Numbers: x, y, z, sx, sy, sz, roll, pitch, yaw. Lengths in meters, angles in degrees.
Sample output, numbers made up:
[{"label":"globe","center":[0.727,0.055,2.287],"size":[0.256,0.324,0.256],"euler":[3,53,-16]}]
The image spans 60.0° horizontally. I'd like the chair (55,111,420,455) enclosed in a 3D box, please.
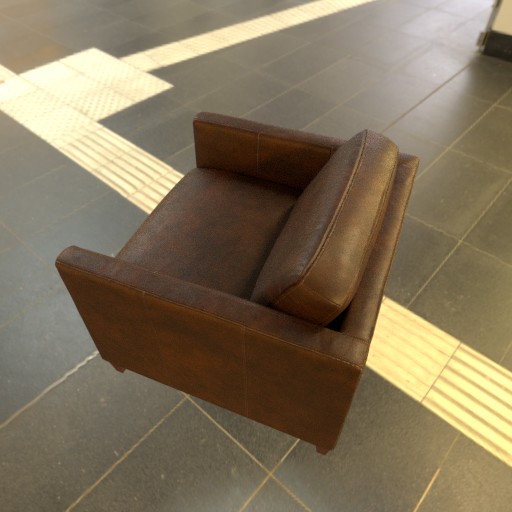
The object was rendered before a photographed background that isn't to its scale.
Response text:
[{"label":"chair","center":[0.000,0.000,1.719],"size":[0.975,0.864,0.990],"euler":[17,49,15]}]
